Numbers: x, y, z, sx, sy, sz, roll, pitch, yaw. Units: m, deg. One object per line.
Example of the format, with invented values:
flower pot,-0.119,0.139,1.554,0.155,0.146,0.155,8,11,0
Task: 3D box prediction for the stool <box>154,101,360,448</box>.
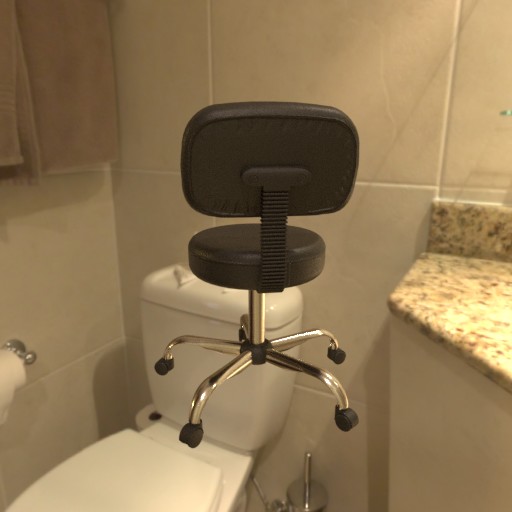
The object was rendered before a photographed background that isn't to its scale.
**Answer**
stool,0.000,0.000,1.359,0.673,0.862,0.648,-2,16,-8
